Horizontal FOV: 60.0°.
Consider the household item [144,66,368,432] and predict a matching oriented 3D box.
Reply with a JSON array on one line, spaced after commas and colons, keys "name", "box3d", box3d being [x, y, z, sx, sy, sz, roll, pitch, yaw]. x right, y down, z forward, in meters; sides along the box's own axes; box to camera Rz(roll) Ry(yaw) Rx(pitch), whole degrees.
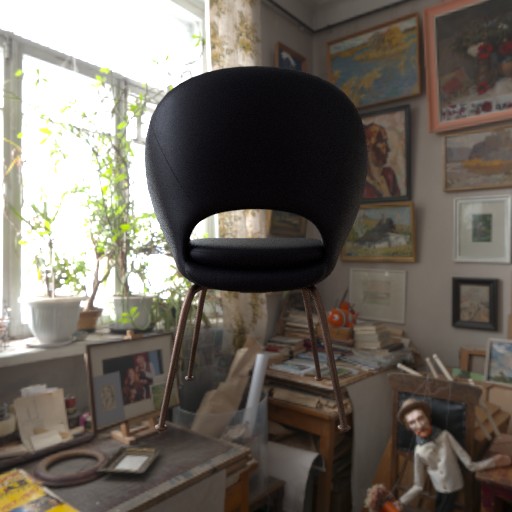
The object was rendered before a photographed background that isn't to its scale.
[{"name": "household item", "box3d": [0.000, 0.000, 1.260, 0.623, 0.852, 0.573, 0, 0, 0]}]
